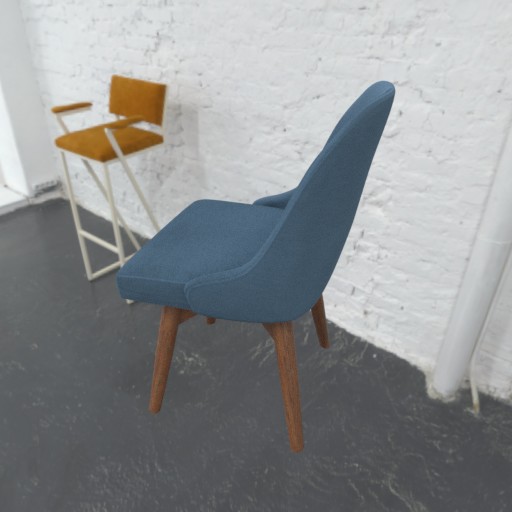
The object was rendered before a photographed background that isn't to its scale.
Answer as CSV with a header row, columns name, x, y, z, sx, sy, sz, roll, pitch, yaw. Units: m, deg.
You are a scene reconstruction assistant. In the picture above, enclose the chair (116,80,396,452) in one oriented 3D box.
name,x,y,z,sx,sy,sz,roll,pitch,yaw
chair,0.000,0.000,1.187,0.589,0.882,0.503,9,31,15
